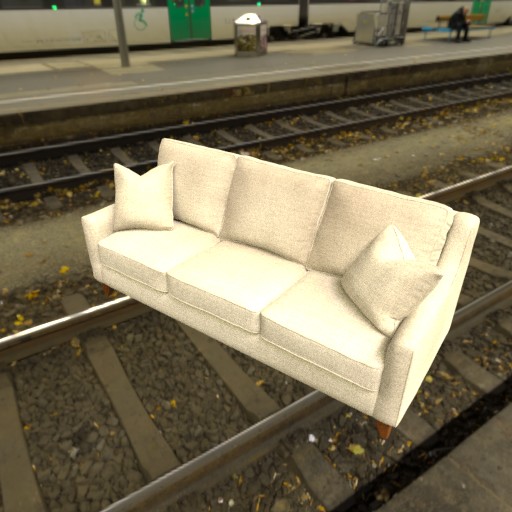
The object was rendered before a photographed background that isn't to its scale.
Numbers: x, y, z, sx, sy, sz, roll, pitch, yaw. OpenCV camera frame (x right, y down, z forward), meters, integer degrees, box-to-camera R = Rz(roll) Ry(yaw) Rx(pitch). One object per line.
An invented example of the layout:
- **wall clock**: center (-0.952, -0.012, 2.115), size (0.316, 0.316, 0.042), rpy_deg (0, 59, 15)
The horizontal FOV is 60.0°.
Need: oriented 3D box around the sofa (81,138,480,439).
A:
- **sofa**: center (0.000, 0.000, 2.481), size (2.031, 0.914, 0.865), rpy_deg (20, 36, 29)
